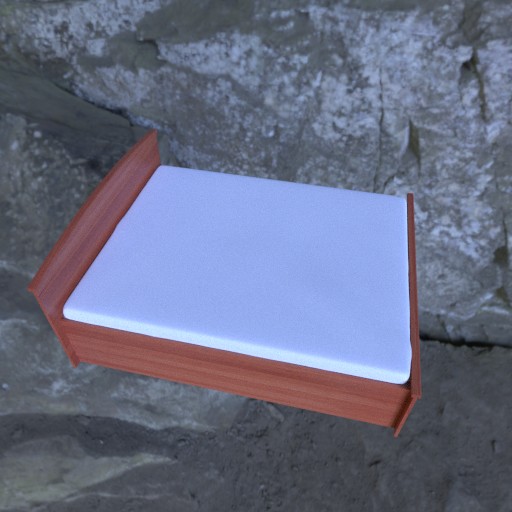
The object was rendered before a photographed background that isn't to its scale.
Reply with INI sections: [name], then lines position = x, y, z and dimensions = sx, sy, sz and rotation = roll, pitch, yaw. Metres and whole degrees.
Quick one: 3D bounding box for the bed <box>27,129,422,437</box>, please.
[bed]
position = 0.000, 0.000, 2.970
dimensions = 2.053, 0.848, 1.683
rotation = 9, 46, 9
